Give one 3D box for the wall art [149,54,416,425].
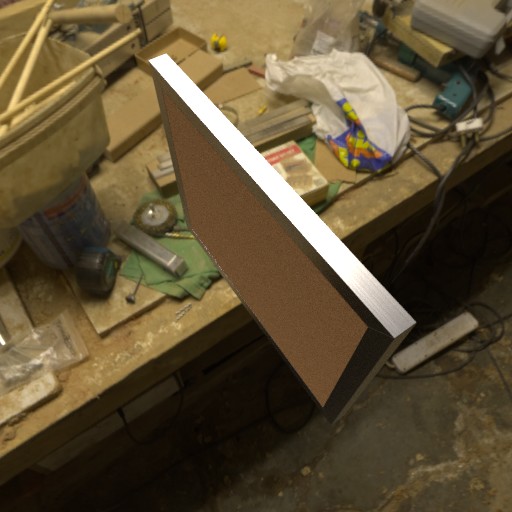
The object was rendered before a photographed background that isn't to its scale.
[{"bbox_3d":[0.000,0.000,0.777,0.032,0.456,0.557,-30,63,-17],"label":"wall art"}]
